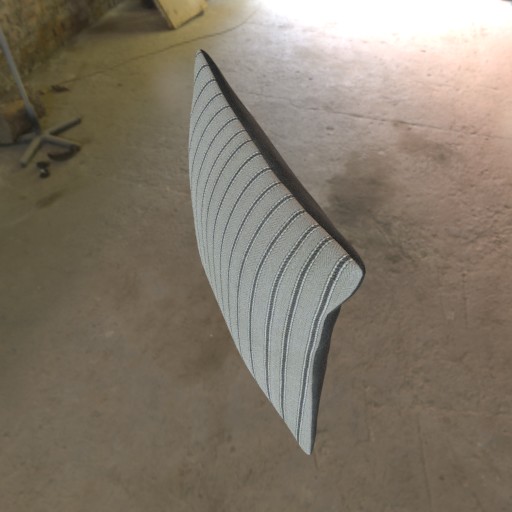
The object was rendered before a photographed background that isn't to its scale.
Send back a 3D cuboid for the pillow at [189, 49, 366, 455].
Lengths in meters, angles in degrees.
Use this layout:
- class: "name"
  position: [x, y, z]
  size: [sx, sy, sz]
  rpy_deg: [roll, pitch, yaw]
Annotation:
- class: "pillow"
  position: [0.000, 0.000, 0.668]
  size: [0.138, 0.444, 0.468]
  rpy_deg: [-17, 51, -14]
